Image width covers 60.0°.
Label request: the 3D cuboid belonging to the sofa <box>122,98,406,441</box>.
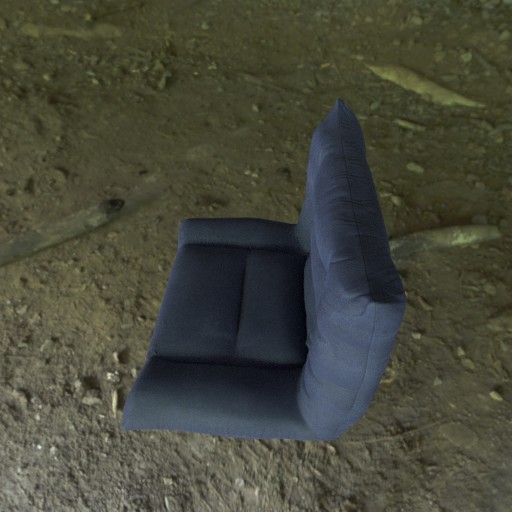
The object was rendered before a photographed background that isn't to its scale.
[{"bbox_3d":[0.000,0.000,1.668,0.849,0.778,1.122,2,42,2],"label":"sofa"}]
